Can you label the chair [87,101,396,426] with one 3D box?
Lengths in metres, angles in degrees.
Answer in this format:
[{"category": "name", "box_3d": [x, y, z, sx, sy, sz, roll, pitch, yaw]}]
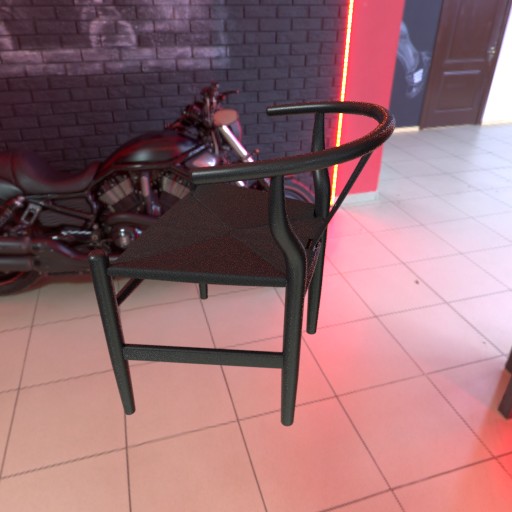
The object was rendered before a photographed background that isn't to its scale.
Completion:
[{"category": "chair", "box_3d": [0.000, 0.000, 1.132, 0.579, 0.730, 0.569, 8, 31, 14]}]
